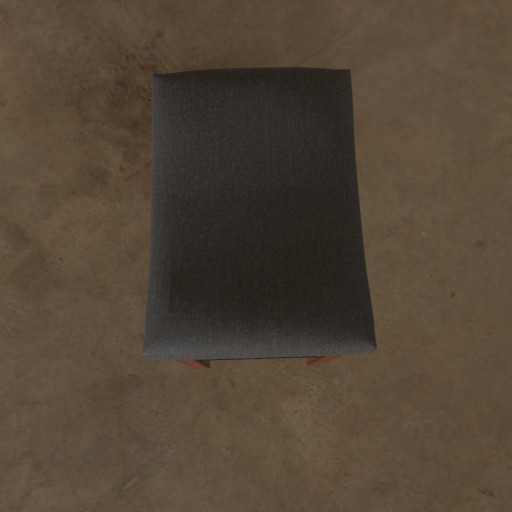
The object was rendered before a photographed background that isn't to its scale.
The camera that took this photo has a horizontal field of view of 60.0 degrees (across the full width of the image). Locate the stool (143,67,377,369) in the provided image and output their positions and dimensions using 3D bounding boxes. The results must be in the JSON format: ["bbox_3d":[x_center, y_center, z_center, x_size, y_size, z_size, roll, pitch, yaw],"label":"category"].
[{"bbox_3d":[0.000,0.000,1.036,0.366,0.748,0.502,-2,76,0],"label":"stool"}]
